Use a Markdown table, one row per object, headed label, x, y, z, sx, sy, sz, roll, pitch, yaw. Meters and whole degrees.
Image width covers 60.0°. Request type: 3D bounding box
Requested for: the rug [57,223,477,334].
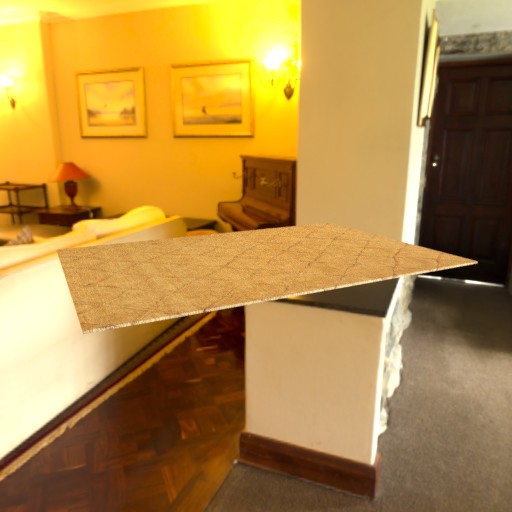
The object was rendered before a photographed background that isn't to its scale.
| label | x | y | z | sx | sy | sz | roll | pitch | yaw |
| --- | --- | --- | --- | --- | --- | --- | --- | --- | --- |
| rug | 0.000 | 0.000 | 2.889 | 2.292 | 0.014 | 1.528 | -7 | 16 | -26 |
